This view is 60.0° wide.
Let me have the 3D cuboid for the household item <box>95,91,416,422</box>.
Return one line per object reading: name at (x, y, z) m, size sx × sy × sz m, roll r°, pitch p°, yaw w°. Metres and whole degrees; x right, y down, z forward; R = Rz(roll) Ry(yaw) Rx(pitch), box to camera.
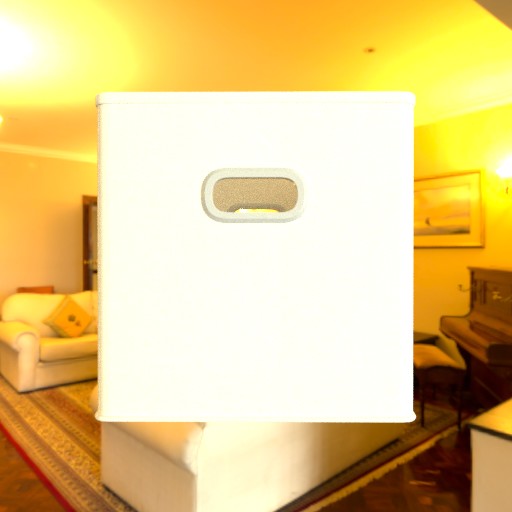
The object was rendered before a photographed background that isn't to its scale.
household item at (0.000, 0.000, 0.558) m, size 0.305 × 0.305 × 0.305 m, roll 0°, pitch 0°, yaw 0°
